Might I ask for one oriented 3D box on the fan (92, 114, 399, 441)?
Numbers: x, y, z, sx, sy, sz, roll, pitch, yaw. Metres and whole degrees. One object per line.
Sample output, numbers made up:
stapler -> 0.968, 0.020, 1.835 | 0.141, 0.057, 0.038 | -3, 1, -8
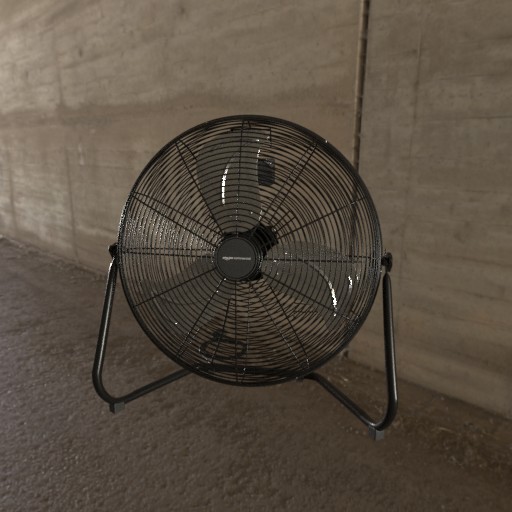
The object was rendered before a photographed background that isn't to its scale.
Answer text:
fan -> 0.000, 0.000, 1.014 | 0.595, 0.605, 0.470 | 2, 14, 9
